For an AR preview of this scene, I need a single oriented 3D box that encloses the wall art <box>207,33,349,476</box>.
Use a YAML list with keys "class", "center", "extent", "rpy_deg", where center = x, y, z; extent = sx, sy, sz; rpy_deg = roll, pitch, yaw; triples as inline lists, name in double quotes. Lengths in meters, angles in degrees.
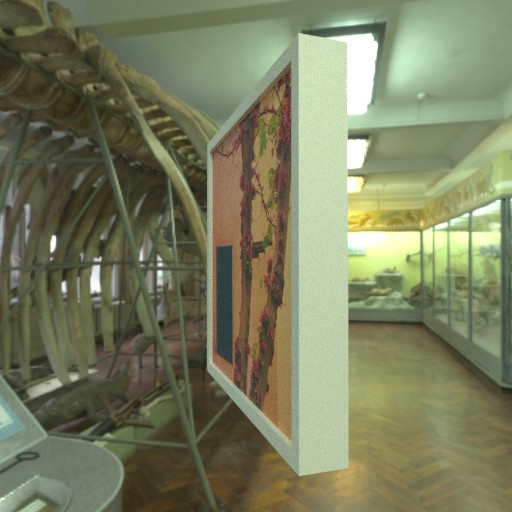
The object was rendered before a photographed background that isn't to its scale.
- class: "wall art"
  center: [0.000, 0.000, 0.452]
  extent: [0.038, 0.302, 0.305]
  rpy_deg: [0, -1, -18]
